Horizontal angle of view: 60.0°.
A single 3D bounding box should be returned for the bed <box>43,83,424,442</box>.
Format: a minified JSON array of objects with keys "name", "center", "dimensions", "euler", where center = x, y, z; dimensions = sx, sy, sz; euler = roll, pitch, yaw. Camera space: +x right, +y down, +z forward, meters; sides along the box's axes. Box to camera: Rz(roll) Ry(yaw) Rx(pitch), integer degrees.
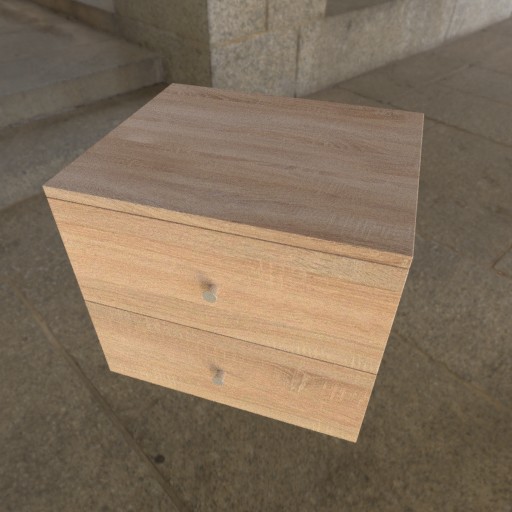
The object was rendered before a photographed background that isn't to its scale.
[{"name":"bed","center":[0.000,0.000,0.784],"dimensions":[0.460,0.420,0.401],"euler":[12,42,13]}]
